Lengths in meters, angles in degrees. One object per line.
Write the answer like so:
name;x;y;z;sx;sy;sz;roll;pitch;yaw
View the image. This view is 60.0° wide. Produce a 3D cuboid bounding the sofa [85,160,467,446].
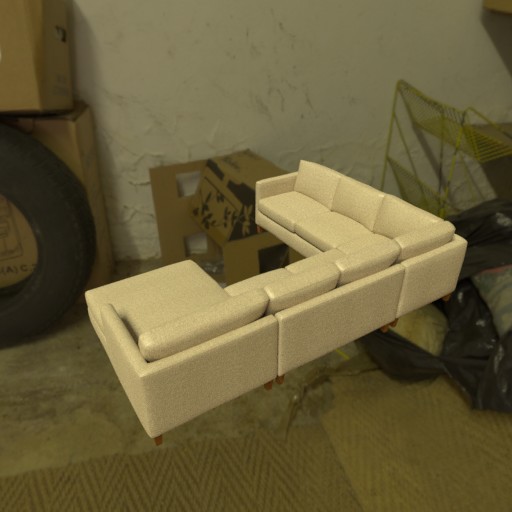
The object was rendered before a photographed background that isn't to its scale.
sofa;0.000;0.000;4.688;3.460;0.961;2.594;-18;35;-28
